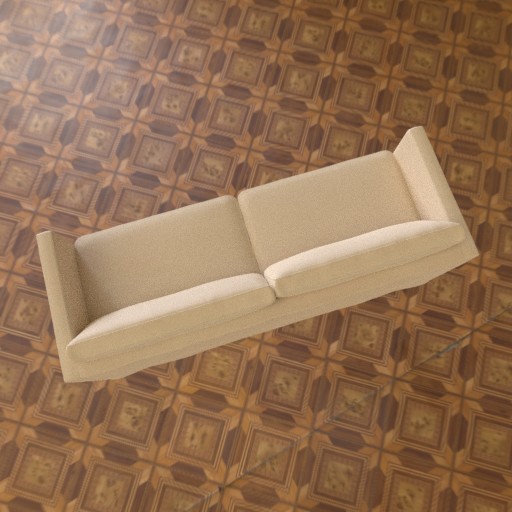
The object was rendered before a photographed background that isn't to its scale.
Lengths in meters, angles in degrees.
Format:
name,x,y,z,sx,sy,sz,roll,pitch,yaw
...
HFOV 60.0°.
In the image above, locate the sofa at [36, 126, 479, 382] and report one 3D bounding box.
name,x,y,z,sx,sy,sz,roll,pitch,yaw
sofa,0.000,0.000,3.227,2.779,0.999,1.036,-17,76,-4
